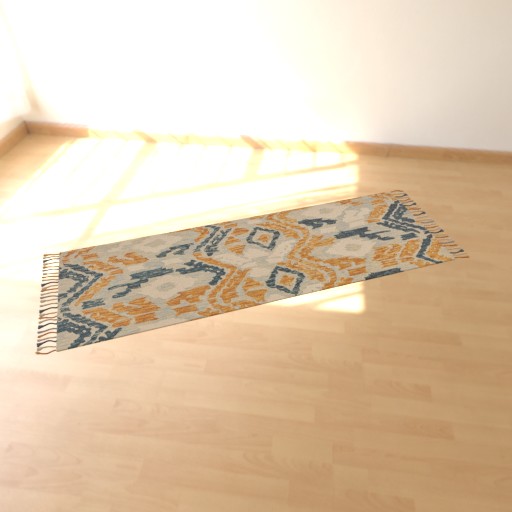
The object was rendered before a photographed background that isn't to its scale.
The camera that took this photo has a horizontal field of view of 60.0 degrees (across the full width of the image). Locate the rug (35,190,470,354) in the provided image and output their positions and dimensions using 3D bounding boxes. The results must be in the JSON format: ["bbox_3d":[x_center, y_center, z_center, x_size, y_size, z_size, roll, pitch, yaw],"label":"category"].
[{"bbox_3d":[0.000,0.000,2.650,2.437,0.010,0.783,-12,43,-13],"label":"rug"}]
